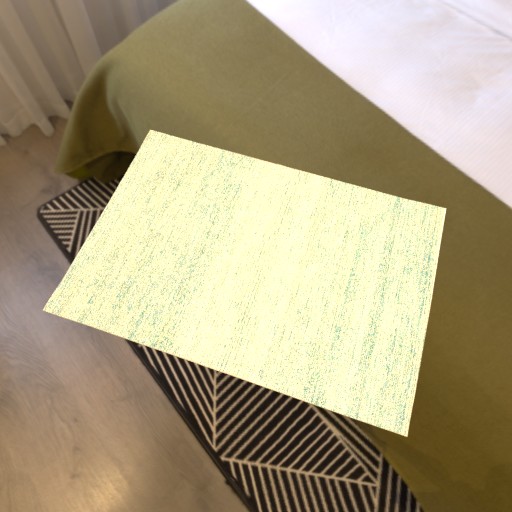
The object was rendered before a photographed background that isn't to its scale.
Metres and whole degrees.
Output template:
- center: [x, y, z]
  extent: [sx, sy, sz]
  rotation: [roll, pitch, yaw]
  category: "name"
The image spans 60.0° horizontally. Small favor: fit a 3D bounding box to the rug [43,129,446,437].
- center: [0.000, 0.000, 2.950]
  extent: [2.305, 0.029, 1.593]
  rotation: [17, 63, 9]
  category: "rug"
